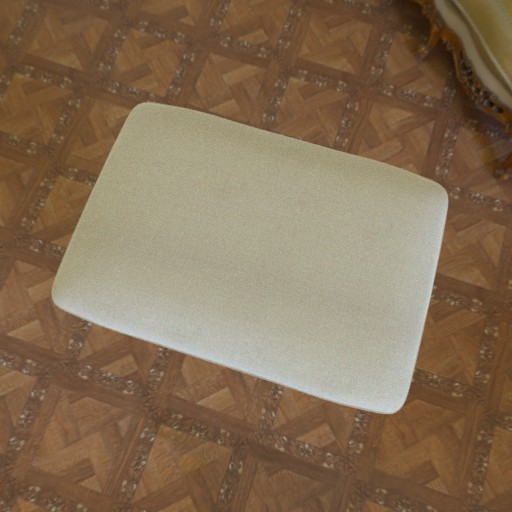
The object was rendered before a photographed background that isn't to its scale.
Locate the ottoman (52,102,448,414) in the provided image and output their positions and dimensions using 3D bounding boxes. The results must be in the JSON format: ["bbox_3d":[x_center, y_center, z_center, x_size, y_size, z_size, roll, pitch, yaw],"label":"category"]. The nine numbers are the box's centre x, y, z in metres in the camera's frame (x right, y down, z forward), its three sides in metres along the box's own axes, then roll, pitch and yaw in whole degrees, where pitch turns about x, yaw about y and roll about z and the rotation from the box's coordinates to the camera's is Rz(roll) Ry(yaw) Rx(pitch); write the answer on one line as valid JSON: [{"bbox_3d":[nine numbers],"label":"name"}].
[{"bbox_3d":[0.000,0.000,1.363,0.984,0.453,0.686,17,75,5],"label":"ottoman"}]
